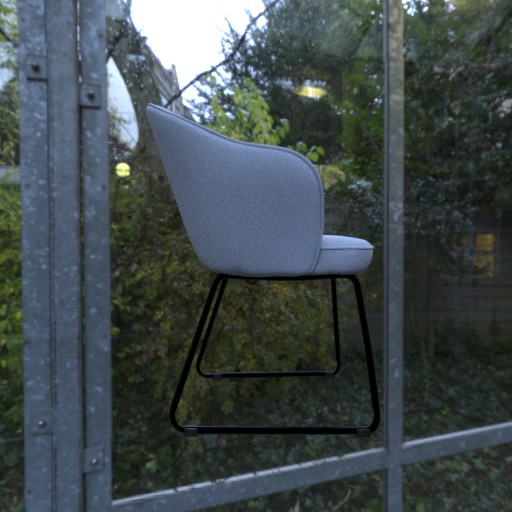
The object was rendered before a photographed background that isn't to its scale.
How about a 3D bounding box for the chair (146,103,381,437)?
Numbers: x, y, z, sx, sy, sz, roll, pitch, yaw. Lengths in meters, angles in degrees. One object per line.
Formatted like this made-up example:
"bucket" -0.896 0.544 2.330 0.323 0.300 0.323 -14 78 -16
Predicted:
"chair" 0.000 0.000 1.251 0.592 0.817 0.570 0 0 -1
